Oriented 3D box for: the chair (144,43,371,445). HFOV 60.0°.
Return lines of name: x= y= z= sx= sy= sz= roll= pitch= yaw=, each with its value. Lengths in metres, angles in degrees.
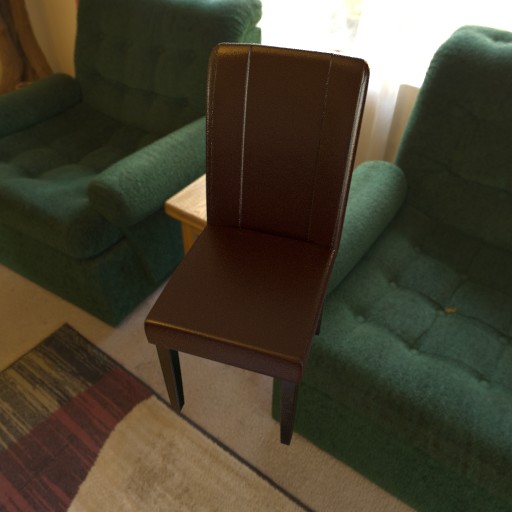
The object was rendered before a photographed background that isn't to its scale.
chair: x=0.000 y=0.000 z=1.174 sx=0.399 sy=0.897 sz=0.556 roll=12 pitch=43 yaw=13
